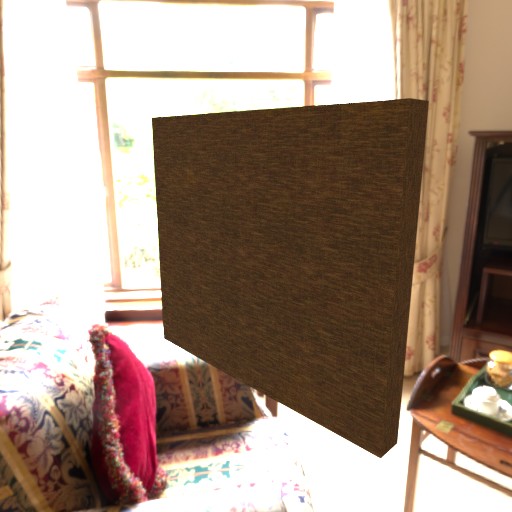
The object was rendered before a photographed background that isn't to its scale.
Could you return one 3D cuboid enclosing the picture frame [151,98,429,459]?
[{"bbox_3d":[0.000,0.000,0.530,0.033,0.330,0.378,-14,20,-43],"label":"picture frame"}]
